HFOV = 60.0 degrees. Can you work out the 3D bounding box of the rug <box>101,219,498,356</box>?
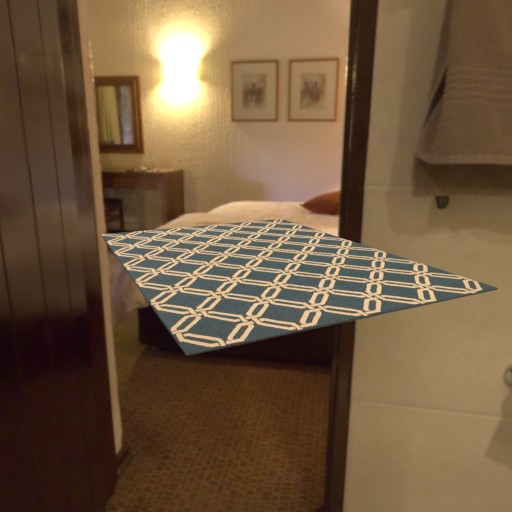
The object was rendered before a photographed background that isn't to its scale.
[{"bbox_3d":[0.000,0.000,4.270,2.432,0.018,3.342,-7,16,-25],"label":"rug"}]
